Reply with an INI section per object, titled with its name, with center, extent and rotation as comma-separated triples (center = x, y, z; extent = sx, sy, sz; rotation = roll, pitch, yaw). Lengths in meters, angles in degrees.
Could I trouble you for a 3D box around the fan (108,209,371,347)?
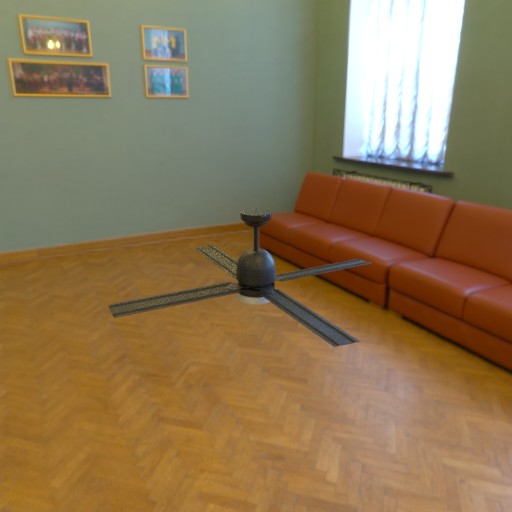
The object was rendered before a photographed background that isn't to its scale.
[fan]
center = 0.000, 0.000, 2.027
extent = 1.319, 0.410, 1.319
rotation = -10, 20, -28
